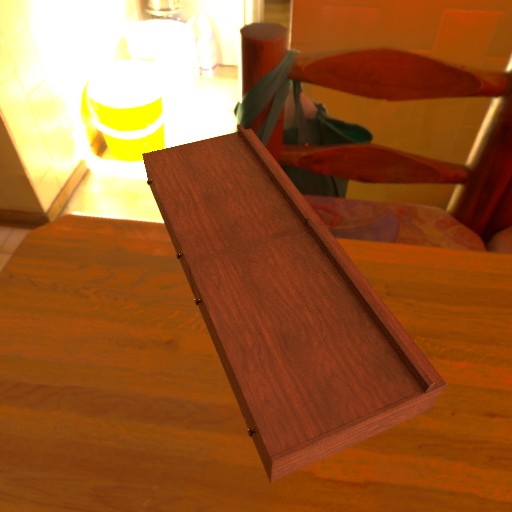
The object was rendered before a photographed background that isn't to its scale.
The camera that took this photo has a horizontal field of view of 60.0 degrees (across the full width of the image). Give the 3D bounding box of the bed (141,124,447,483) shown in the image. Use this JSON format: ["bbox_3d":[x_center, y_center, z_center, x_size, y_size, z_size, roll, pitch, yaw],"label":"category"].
[{"bbox_3d":[0.000,0.000,2.386,0.787,0.326,2.057,-17,49,-15],"label":"bed"}]
